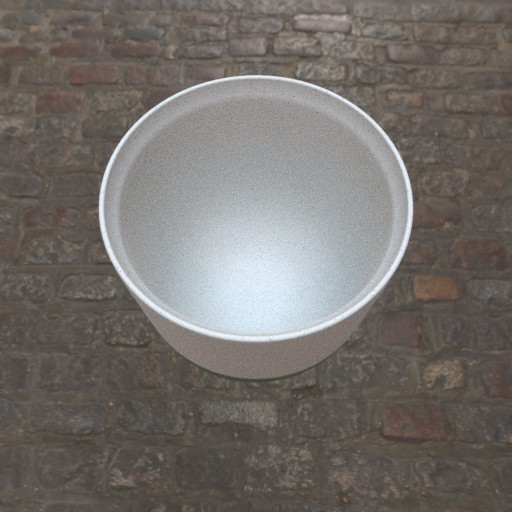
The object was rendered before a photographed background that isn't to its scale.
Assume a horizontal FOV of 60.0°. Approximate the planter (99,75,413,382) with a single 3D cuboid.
[{"bbox_3d":[0.000,0.000,0.499,0.268,0.270,0.268,0,65,0],"label":"planter"}]
